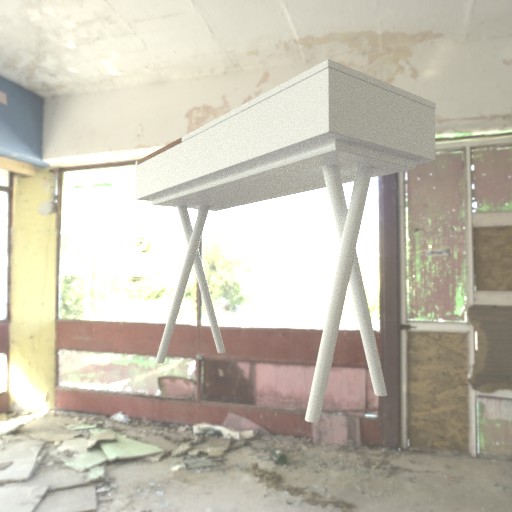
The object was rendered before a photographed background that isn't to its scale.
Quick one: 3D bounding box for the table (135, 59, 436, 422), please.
[{"bbox_3d":[0.000,0.000,1.464,0.418,0.785,1.066,2,-3,-37],"label":"table"}]
